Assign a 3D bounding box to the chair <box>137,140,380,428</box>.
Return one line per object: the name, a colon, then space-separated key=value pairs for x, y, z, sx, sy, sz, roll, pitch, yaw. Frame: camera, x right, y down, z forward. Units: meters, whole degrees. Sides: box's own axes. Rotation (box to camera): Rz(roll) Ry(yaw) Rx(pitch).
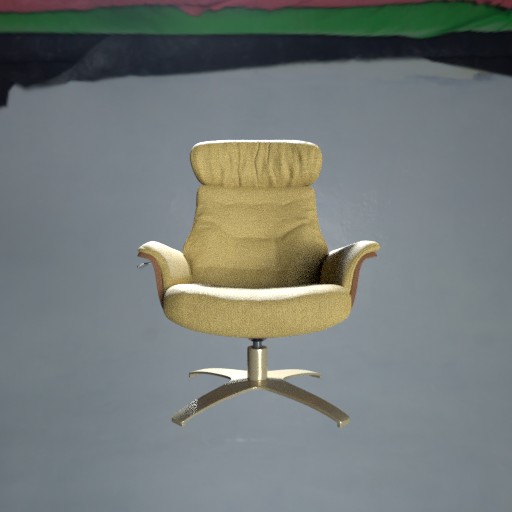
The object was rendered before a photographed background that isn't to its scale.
chair: x=0.000 y=0.000 z=1.590 sx=0.785 sy=0.995 sz=0.837 roll=0 pitch=1 yaw=0
